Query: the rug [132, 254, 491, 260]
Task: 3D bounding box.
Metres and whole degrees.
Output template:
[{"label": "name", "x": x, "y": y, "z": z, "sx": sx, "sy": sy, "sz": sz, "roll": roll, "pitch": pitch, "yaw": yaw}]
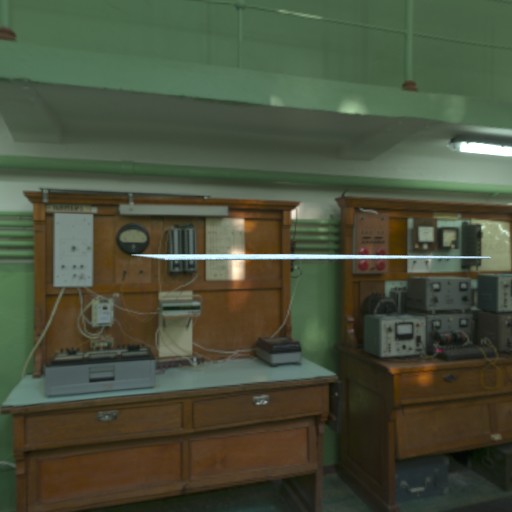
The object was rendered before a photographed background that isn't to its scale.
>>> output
[{"label": "rug", "x": 0.000, "y": 0.000, "z": 3.004, "sx": 1.512, "sy": 0.009, "sz": 2.457, "roll": 0, "pitch": 1, "yaw": -18}]
